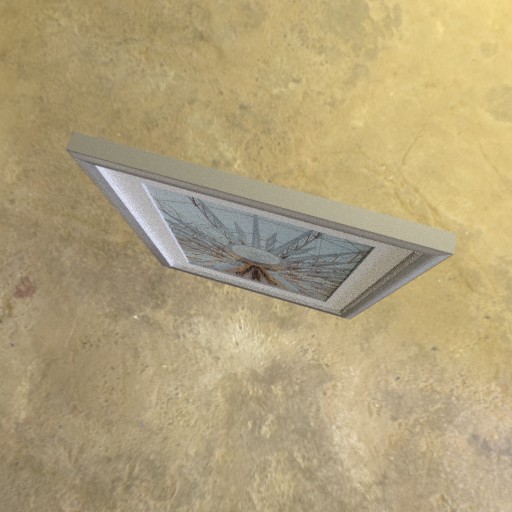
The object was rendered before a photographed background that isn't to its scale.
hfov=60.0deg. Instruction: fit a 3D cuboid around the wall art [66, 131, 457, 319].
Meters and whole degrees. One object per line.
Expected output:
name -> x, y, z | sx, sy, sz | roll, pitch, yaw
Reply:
wall art -> 0.000, 0.000, 0.774 | 0.458, 0.558, 0.029 | 16, 75, 4
